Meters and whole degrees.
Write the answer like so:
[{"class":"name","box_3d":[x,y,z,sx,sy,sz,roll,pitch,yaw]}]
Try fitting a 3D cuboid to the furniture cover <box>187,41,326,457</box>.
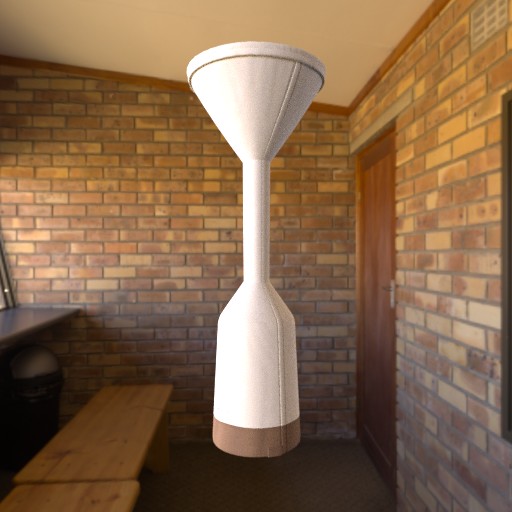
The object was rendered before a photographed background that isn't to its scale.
[{"class":"furniture cover","box_3d":[0.000,0.000,2.939,0.914,2.413,0.914,0,0,-35]}]
